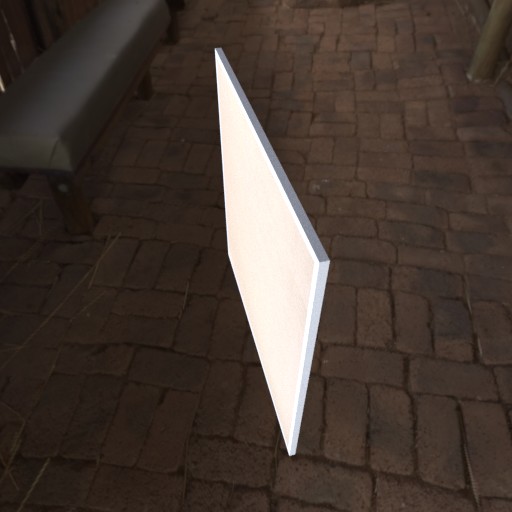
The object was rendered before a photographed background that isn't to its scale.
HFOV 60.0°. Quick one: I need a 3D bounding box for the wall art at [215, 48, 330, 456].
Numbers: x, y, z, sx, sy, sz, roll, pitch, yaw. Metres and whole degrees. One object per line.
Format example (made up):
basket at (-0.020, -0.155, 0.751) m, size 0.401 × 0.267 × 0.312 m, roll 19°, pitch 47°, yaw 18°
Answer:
wall art at (0.000, 0.000, 0.844) m, size 0.012 × 0.557 × 0.557 m, roll -11°, pitch 48°, yaw -10°
